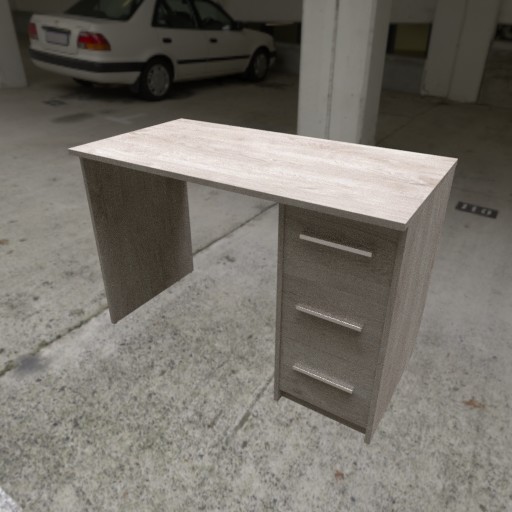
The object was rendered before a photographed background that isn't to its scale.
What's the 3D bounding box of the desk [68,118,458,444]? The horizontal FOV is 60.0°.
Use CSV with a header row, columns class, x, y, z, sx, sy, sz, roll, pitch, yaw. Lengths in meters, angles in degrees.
class,x,y,z,sx,sy,sz,roll,pitch,yaw
desk,0.000,0.000,1.571,1.097,0.735,0.560,17,33,28
